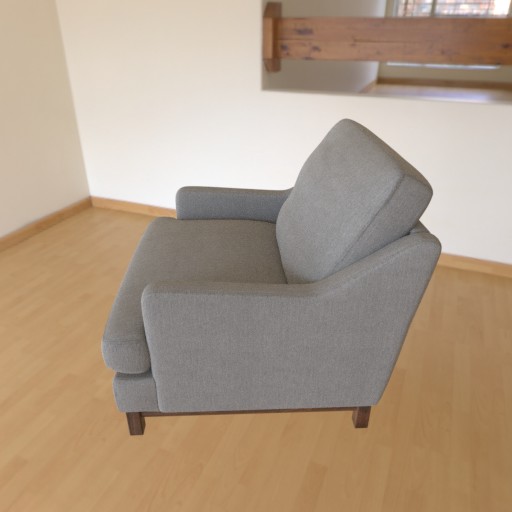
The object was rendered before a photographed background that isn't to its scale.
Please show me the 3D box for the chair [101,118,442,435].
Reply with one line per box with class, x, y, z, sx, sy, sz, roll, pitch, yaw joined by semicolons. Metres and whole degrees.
chair;0.000;0.000;1.522;0.892;0.821;0.826;-1;28;-2
